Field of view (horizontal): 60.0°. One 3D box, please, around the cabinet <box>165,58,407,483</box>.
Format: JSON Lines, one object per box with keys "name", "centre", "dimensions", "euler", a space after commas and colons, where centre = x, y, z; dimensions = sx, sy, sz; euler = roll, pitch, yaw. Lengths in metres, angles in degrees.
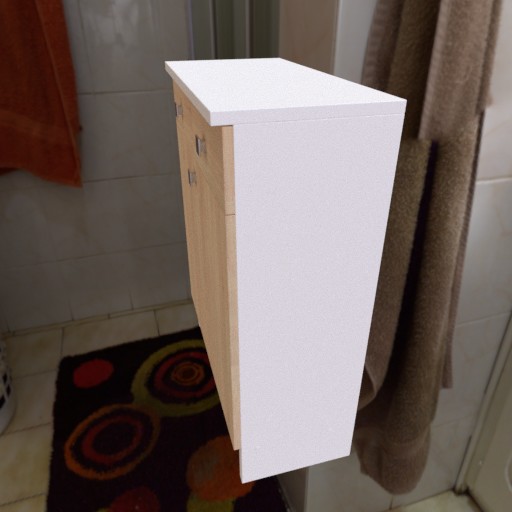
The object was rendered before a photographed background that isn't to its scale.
{"name": "cabinet", "centre": [0.000, 0.000, 1.073], "dimensions": [0.296, 0.815, 0.600], "euler": [-8, 31, -14]}
